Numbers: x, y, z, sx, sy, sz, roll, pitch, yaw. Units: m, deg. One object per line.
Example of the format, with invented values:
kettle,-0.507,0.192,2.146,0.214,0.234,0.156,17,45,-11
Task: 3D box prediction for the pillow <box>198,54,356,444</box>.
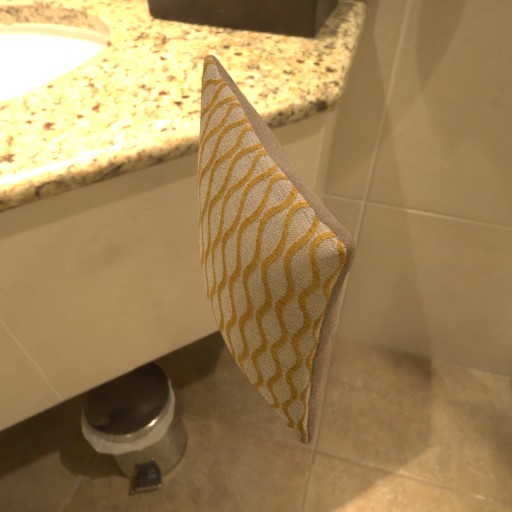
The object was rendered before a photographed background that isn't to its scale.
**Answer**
pillow,0.000,0.000,0.663,0.159,0.436,0.429,-16,49,-14
